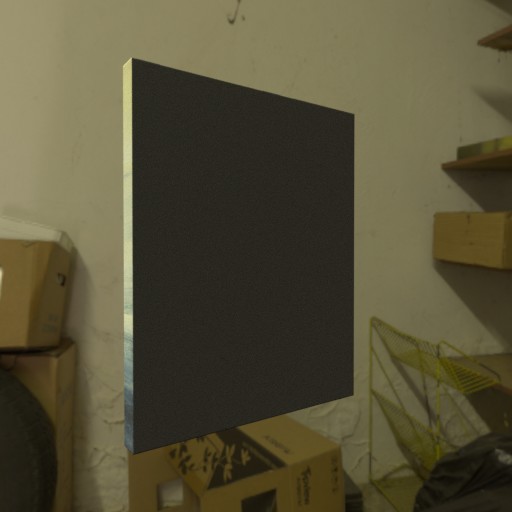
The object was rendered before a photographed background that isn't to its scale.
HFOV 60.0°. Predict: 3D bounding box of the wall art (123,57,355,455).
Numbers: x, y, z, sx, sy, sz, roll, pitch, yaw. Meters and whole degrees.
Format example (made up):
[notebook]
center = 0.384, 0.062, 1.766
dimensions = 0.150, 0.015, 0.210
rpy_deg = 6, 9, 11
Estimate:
[wall art]
center = 0.000, 0.000, 0.834
dimensions = 0.489, 0.608, 0.040
rpy_deg = -1, 1, -35
